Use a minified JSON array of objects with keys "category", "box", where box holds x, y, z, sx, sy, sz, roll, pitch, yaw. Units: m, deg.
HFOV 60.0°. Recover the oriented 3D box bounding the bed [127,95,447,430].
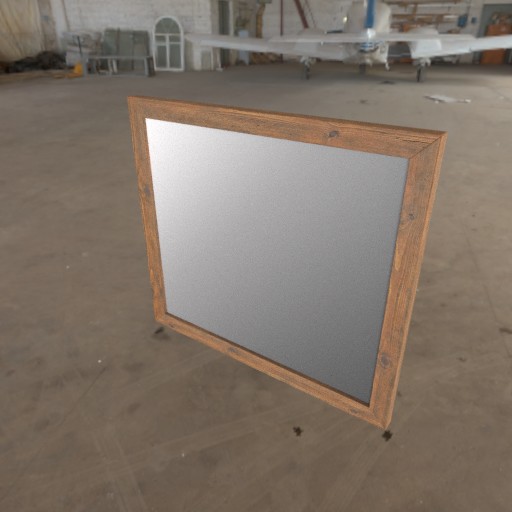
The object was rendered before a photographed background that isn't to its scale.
[{"category":"bed","box":[0.000,0.000,1.490,1.046,0.942,0.046,18,33,30]}]
